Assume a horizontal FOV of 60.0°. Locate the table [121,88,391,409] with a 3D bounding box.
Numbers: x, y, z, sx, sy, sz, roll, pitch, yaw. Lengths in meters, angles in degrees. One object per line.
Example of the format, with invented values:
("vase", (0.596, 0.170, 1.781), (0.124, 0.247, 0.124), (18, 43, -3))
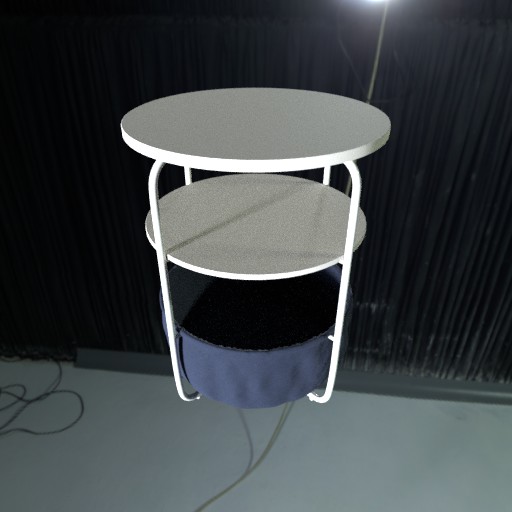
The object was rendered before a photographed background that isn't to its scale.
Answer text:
("table", (0.000, 0.000, 0.850), (0.418, 0.532, 0.418), (1, 32, 1))
